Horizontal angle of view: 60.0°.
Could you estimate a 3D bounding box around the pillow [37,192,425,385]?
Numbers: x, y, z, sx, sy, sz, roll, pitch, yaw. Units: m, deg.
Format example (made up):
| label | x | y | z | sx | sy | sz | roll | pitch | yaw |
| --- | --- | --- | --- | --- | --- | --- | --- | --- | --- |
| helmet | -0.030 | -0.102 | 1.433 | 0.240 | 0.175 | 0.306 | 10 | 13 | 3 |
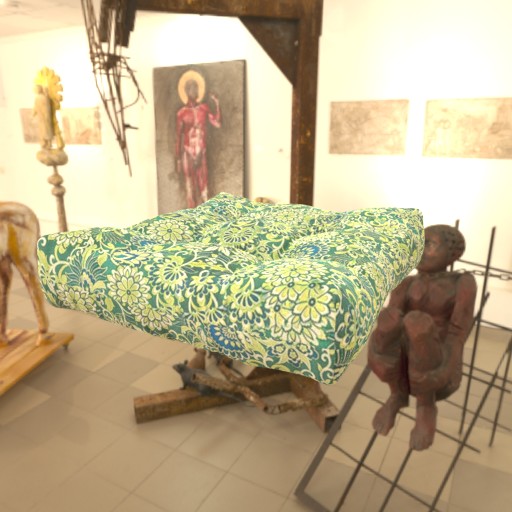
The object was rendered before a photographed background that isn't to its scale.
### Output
| label | x | y | z | sx | sy | sz | roll | pitch | yaw |
| --- | --- | --- | --- | --- | --- | --- | --- | --- | --- |
| pillow | 0.000 | 0.000 | 0.728 | 0.468 | 0.128 | 0.490 | 9 | 19 | 27 |
